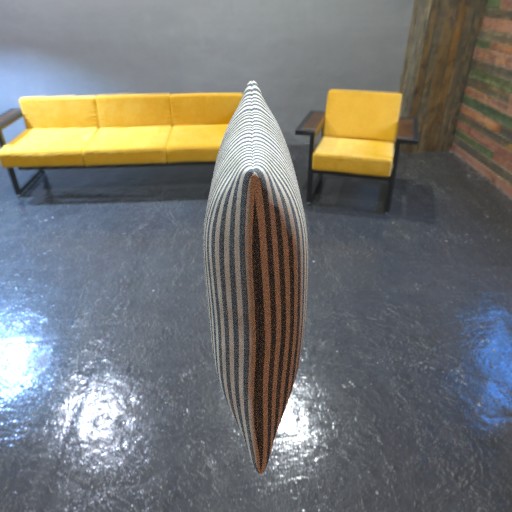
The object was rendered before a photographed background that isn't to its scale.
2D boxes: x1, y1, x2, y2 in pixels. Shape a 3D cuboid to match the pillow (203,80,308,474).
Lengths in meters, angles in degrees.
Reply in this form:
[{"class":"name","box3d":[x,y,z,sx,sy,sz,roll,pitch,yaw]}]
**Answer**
[{"class":"pillow","box3d":[0.000,0.000,0.799,0.166,0.510,0.523,0,31,0]}]
